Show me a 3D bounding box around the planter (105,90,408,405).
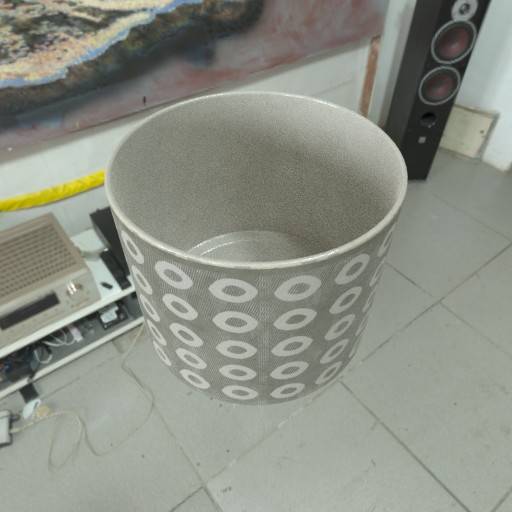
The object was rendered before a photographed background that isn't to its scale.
[{"bbox_3d":[0.000,0.000,0.460,0.250,0.239,0.250,0,46,0],"label":"planter"}]
